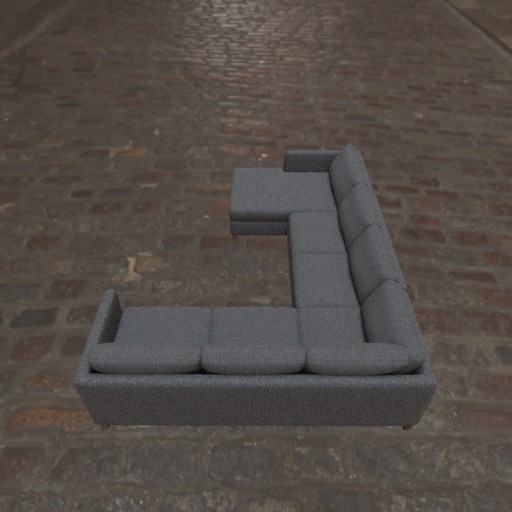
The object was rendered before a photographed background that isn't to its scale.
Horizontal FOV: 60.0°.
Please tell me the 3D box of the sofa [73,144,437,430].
[{"bbox_3d":[0.000,0.000,4.383,2.551,0.853,3.238,0,42,0],"label":"sofa"}]
